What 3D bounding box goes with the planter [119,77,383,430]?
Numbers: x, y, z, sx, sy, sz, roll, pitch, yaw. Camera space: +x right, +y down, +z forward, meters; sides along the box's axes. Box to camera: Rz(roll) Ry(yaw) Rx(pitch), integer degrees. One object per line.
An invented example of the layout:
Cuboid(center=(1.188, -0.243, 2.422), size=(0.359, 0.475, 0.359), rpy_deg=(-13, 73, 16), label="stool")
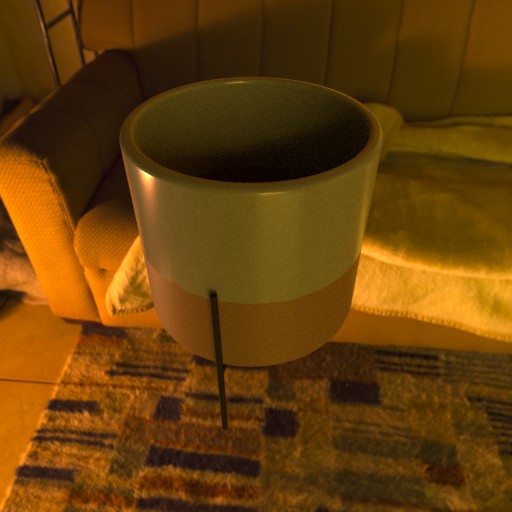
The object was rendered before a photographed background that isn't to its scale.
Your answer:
Cuboid(center=(0.000, 0.000, 0.746), size=(0.360, 0.480, 0.348), rpy_deg=(-10, 42, -11), label="planter")
